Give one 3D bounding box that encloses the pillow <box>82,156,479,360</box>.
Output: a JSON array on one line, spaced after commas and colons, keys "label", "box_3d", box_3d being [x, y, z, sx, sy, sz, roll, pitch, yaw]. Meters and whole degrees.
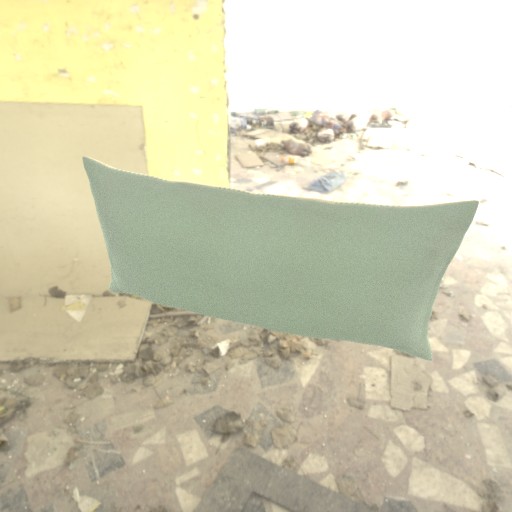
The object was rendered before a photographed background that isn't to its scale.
[{"label": "pillow", "box_3d": [0.000, 0.000, 0.731, 0.610, 0.287, 0.151, 10, 33, 15]}]
